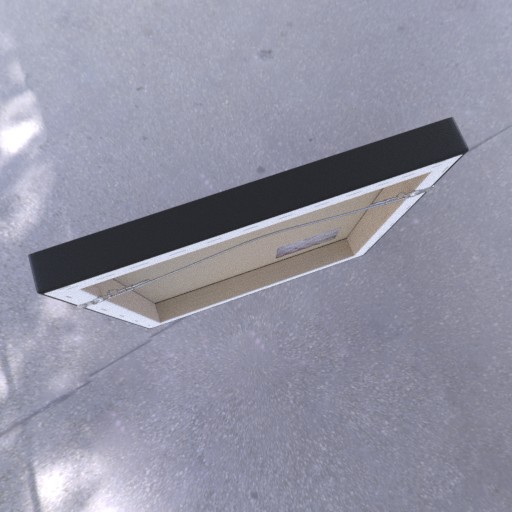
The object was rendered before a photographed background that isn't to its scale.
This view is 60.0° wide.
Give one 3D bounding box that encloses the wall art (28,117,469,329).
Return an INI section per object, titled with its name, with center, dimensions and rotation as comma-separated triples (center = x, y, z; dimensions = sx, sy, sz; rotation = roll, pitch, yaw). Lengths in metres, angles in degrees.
[wall art]
center = 0.000, 0.000, 0.591
dimensions = 0.406, 0.407, 0.041
rotation = -19, 77, -4
